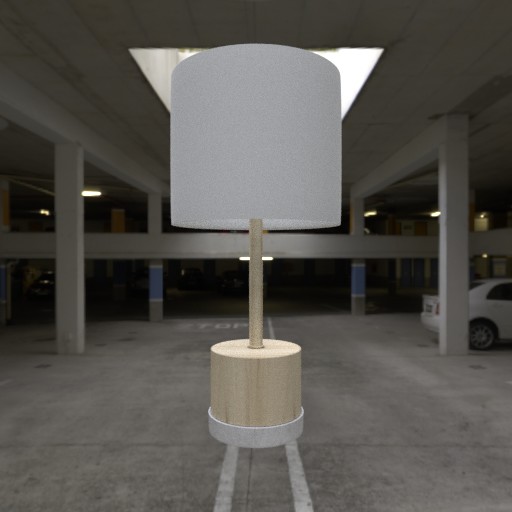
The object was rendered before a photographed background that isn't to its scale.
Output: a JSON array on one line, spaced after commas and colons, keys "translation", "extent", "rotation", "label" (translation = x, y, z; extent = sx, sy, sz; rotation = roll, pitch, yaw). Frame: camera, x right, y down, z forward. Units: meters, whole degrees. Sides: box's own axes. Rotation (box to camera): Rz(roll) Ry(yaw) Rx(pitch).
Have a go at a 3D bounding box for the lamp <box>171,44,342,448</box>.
[{"translation": [0.000, 0.000, 0.604], "extent": [0.229, 0.470, 0.229], "rotation": [0, 0, 1], "label": "lamp"}]
